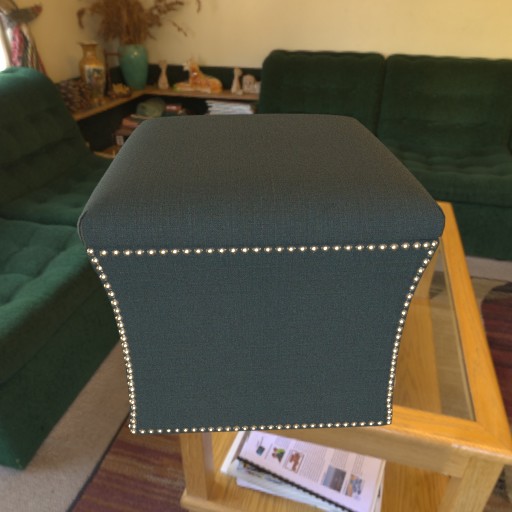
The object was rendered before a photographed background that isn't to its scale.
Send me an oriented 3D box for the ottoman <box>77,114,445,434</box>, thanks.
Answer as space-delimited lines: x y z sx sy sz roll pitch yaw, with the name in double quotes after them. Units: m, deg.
0.000 0.000 0.880 0.507 0.475 0.497 -1 31 -2 "ottoman"
